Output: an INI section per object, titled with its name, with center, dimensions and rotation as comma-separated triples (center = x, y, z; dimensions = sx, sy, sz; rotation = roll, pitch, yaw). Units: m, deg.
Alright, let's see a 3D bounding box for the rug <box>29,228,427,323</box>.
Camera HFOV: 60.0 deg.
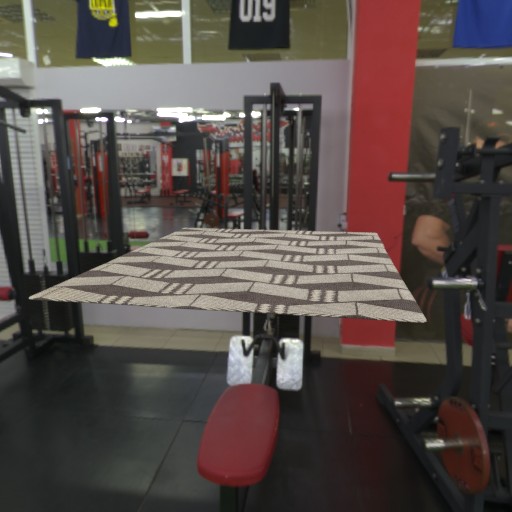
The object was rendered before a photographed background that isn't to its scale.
[rug]
center = 0.000, 0.000, 4.090
dimensions = 2.438, 0.016, 3.048
rotation = 2, 12, 10
